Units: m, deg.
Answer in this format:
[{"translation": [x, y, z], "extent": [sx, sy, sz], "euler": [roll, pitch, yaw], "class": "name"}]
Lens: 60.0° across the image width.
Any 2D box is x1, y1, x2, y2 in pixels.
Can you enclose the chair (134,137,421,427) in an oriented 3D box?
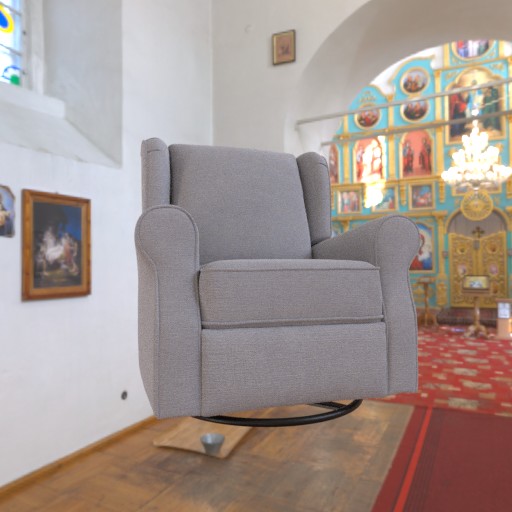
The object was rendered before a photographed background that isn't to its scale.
[{"translation": [0.000, 0.000, 1.646], "extent": [0.906, 0.966, 0.854], "euler": [1, -2, -18], "class": "chair"}]
